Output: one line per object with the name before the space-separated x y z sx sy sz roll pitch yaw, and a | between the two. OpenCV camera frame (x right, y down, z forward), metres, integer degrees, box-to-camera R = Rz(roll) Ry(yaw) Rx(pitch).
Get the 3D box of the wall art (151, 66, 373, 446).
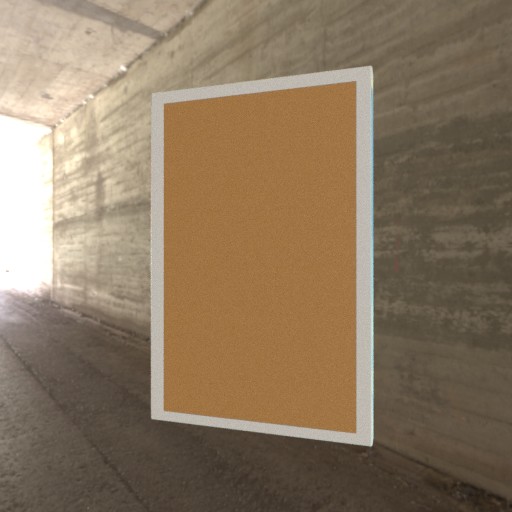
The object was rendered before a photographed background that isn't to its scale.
wall art | 0.000 0.000 0.785 0.401 0.610 0.038 0 0 18
